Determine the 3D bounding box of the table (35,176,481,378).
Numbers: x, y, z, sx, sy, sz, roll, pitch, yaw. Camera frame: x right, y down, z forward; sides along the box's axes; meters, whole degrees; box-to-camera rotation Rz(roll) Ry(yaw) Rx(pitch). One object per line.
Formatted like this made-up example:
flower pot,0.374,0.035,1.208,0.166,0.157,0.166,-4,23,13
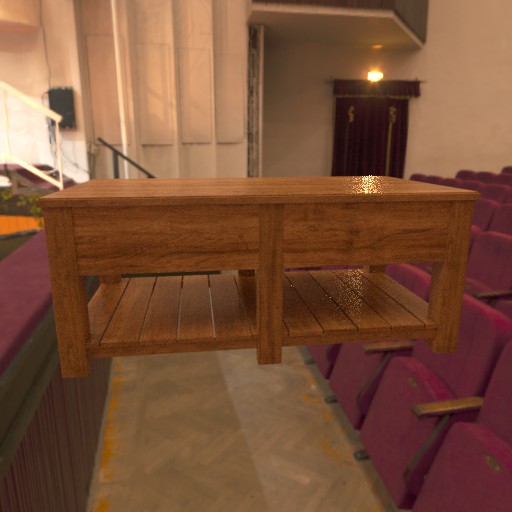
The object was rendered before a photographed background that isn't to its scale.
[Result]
table,0.000,0.000,1.495,1.150,0.480,0.635,-2,14,-7
